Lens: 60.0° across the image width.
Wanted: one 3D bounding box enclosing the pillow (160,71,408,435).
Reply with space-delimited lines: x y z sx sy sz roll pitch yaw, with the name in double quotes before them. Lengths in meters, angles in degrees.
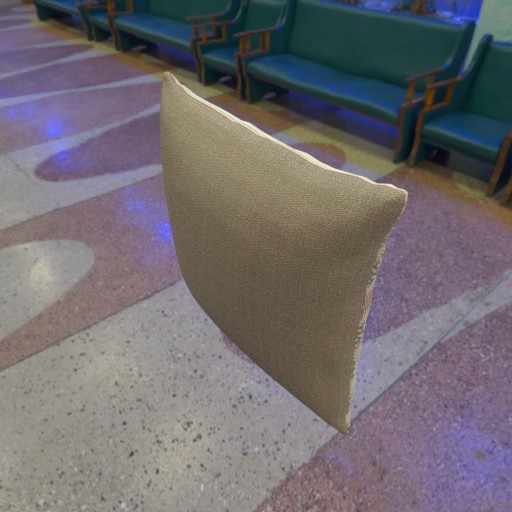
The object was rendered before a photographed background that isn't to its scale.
"pillow" 0.000 0.000 0.795 0.215 0.519 0.521 -28 47 -29
